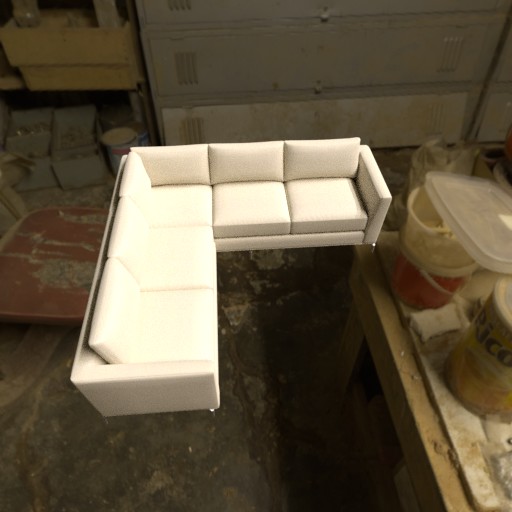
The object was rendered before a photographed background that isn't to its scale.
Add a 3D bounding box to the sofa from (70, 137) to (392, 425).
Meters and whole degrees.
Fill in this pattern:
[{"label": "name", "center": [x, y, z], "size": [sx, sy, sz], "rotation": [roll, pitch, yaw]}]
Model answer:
[{"label": "sofa", "center": [0.000, 0.000, 3.722], "size": [2.448, 0.867, 2.430], "rotation": [-3, 46, -3]}]
